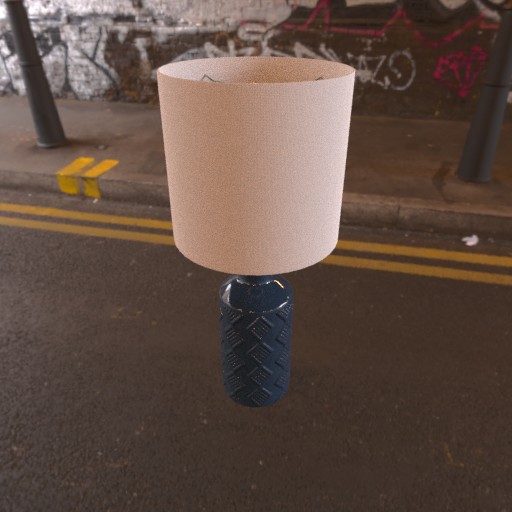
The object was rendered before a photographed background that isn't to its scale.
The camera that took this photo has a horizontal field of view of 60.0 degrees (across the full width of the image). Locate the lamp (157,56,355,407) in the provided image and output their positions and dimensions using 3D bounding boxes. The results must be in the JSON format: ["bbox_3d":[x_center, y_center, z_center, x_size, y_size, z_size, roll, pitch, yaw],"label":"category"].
[{"bbox_3d":[0.000,0.000,0.584,0.207,0.461,0.207,-22,36,-32],"label":"lamp"}]
